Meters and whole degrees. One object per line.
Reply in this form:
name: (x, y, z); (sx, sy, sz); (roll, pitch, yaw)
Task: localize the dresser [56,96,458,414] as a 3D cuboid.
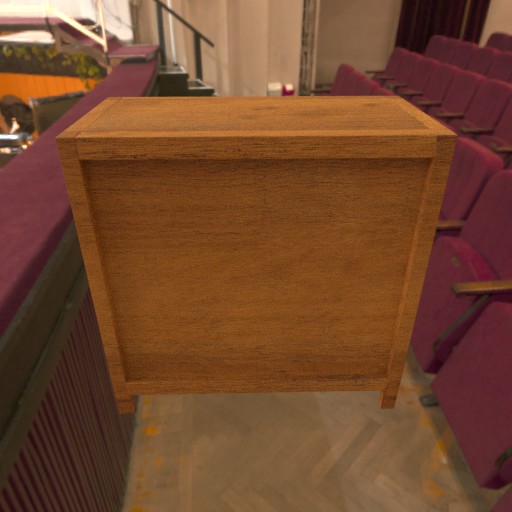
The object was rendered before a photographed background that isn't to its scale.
dresser: (0.000, 0.000, 1.268); (0.804, 0.804, 0.427); (-1, 31, -1)
